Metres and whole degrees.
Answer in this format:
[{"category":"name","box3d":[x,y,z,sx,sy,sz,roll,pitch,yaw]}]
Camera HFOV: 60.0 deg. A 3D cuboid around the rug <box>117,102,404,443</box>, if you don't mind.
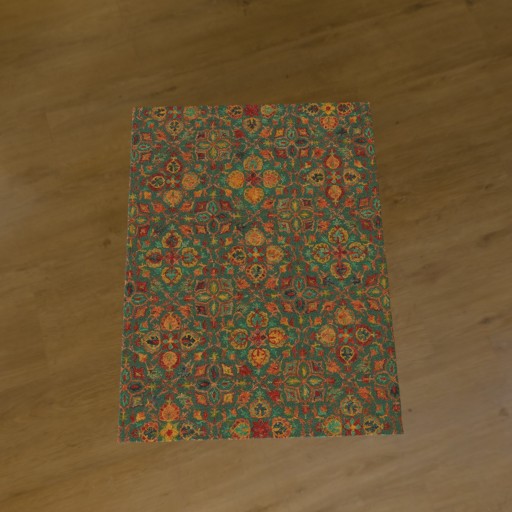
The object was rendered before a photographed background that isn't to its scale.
[{"category":"rug","box3d":[0.000,0.000,4.154,2.434,0.025,3.204,-2,76,0]}]
